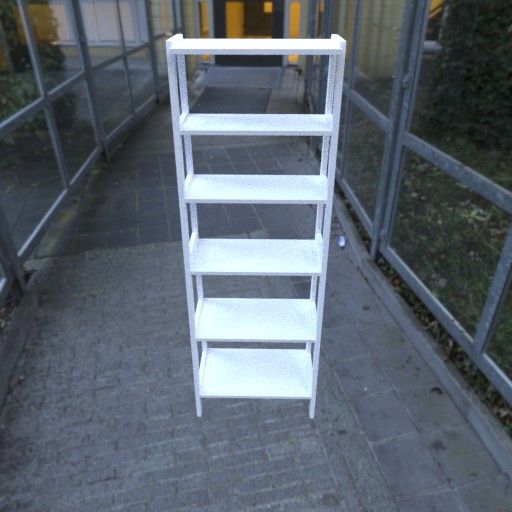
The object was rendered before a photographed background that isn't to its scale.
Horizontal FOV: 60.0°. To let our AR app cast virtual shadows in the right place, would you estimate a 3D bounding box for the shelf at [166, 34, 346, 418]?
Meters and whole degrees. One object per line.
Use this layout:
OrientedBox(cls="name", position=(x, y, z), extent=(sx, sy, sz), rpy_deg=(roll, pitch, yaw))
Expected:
OrientedBox(cls="shelf", position=(0.000, 0.000, 2.145), extent=(0.660, 1.892, 0.381), rpy_deg=(1, 32, 1))
